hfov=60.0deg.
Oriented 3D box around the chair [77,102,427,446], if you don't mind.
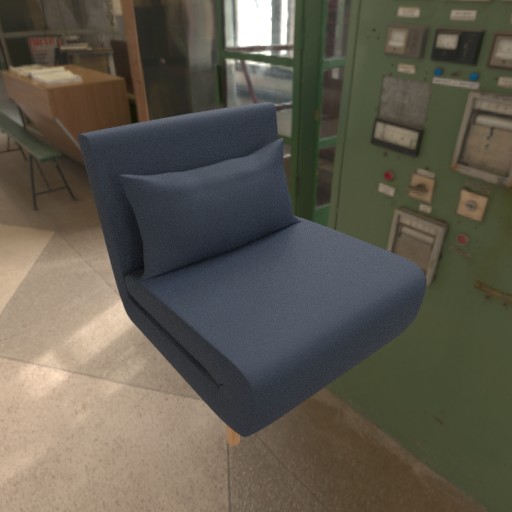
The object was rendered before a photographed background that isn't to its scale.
[{"bbox_3d":[0.000,0.000,1.502,0.770,0.808,0.900,-22,37,-33],"label":"chair"}]
